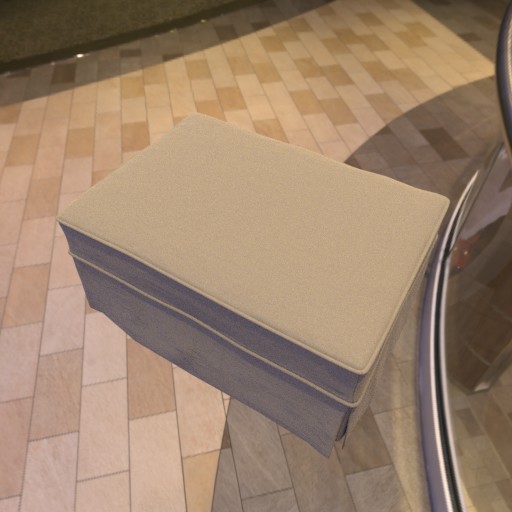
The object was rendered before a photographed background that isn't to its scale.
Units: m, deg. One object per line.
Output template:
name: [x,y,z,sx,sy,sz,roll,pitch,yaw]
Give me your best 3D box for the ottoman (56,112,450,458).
ottoman: [0.000,0.000,1.351,0.944,0.479,0.703,24,52,21]
